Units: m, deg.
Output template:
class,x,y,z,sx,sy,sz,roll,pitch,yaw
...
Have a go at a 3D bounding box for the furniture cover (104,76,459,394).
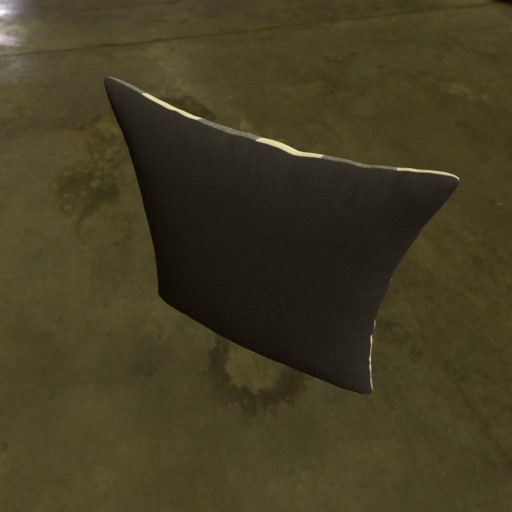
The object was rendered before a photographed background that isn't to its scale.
class,x,y,z,sx,sy,sz,roll,pitch,yaw
furniture cover,0.000,0.000,0.752,0.511,0.509,0.161,22,51,19
